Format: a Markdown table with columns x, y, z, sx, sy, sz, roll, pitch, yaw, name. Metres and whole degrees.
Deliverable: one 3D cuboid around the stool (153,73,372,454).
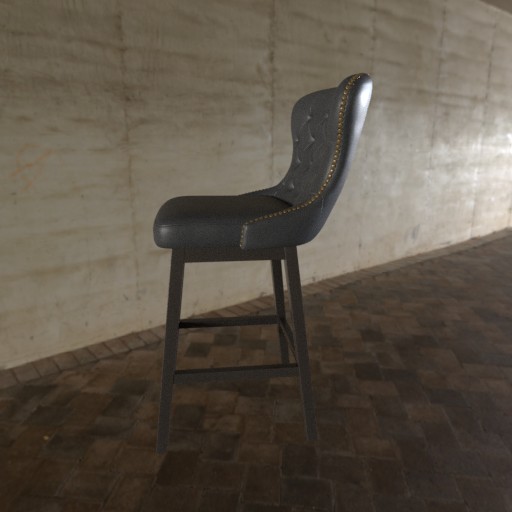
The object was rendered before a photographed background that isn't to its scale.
| x | y | z | sx | sy | sz | roll | pitch | yaw | name |
| --- | --- | --- | --- | --- | --- | --- | --- | --- | --- |
| 0.000 | 0.000 | 1.306 | 0.593 | 0.971 | 0.528 | -2 | 15 | -7 | stool |
